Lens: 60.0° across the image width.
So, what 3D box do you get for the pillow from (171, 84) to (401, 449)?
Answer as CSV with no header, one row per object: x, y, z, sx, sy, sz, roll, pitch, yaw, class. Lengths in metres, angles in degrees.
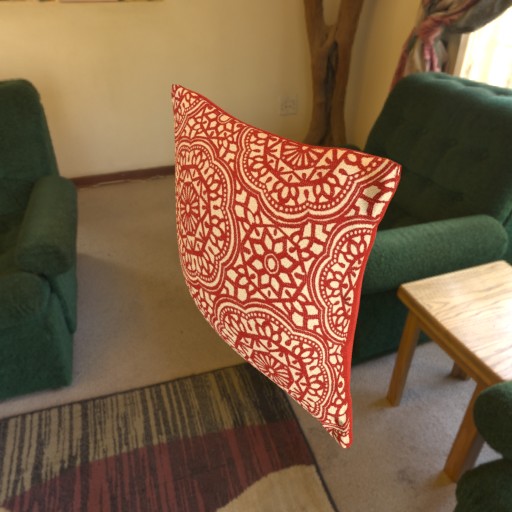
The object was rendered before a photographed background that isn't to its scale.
0.000,0.000,0.655,0.162,0.419,0.438,-22,38,-30,pillow
